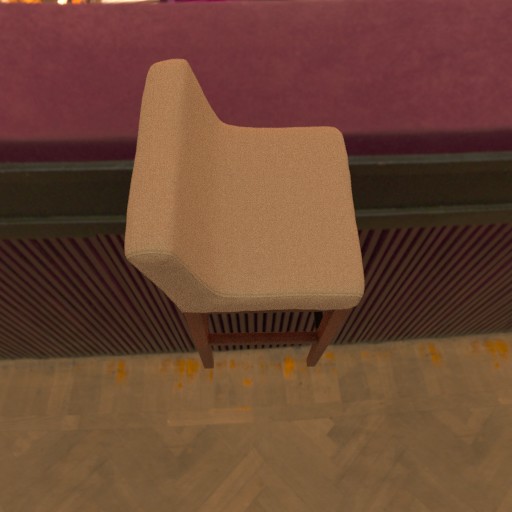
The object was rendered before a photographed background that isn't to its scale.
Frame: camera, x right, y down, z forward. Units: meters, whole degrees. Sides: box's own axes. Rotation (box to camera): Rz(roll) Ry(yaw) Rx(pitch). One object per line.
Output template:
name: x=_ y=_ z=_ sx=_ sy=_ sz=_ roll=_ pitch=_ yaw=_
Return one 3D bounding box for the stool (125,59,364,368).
stool: x=0.000 y=0.000 z=1.355 sx=0.500 sy=1.037 sz=0.511 roll=-1 pitch=64 yaw=0
